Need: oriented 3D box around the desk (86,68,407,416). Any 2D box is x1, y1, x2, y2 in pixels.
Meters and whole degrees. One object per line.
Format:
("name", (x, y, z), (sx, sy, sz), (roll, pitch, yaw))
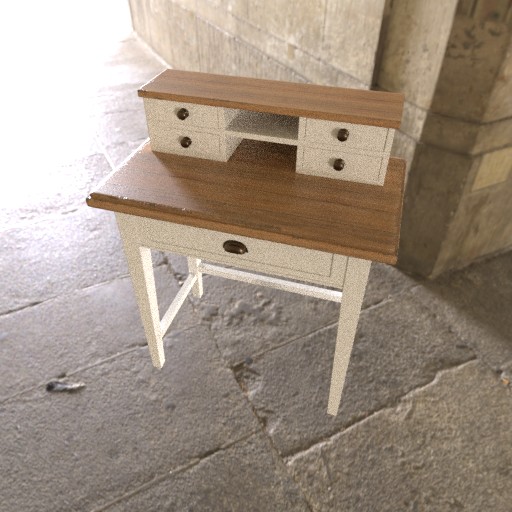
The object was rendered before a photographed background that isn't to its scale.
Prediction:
("desk", (0.000, 0.000, 1.452), (0.814, 0.981, 0.462), (11, 42, 13))
